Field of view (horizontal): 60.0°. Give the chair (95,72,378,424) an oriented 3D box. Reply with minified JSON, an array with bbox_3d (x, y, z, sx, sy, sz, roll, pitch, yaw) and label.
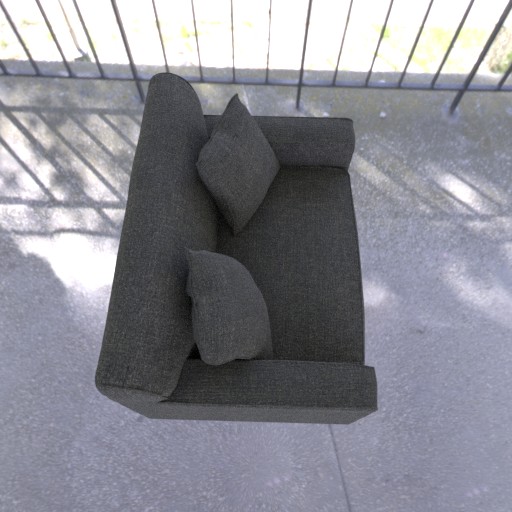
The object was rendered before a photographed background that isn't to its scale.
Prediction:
[{"bbox_3d":[0.000,0.000,2.039,1.000,0.948,1.383,1,64,1],"label":"chair"}]
